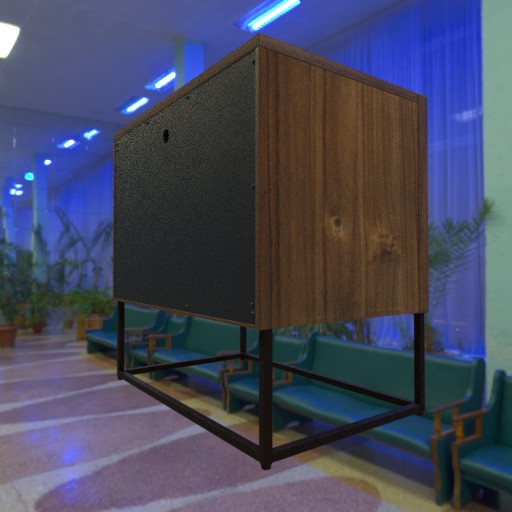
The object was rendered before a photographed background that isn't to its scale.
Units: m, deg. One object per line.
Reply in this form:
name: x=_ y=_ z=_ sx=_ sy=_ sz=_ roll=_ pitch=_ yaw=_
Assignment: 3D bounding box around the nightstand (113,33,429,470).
nightstand: x=0.000 y=0.000 z=0.984 sx=0.437 sy=0.610 sz=0.610 roll=1 pitch=-1 yaw=-36
